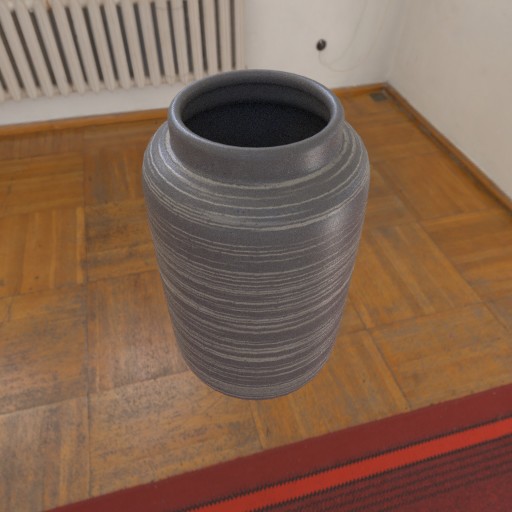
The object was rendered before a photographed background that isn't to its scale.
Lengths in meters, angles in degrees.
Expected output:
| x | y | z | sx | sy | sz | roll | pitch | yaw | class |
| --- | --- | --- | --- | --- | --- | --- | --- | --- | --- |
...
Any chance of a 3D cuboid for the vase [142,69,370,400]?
| x | y | z | sx | sy | sz | roll | pitch | yaw | class |
| --- | --- | --- | --- | --- | --- | --- | --- | --- | --- |
| 0.000 | 0.000 | 0.688 | 0.297 | 0.499 | 0.297 | 0 | 46 | 0 | vase |
